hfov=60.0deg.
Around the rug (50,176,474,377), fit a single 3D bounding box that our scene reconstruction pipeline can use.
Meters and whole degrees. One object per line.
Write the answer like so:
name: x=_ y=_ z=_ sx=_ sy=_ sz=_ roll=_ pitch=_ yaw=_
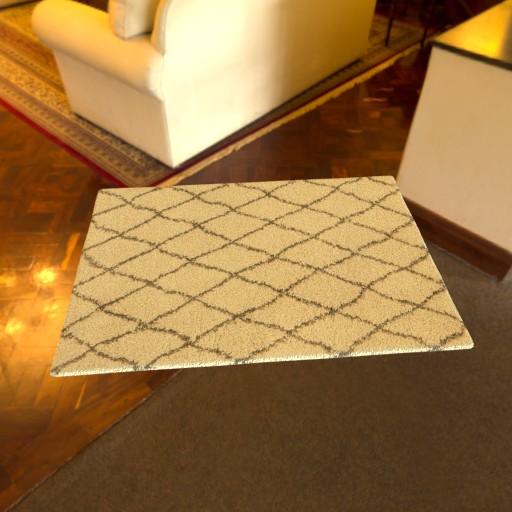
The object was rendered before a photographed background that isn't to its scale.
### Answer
rug: x=0.000 y=0.000 z=2.264 sx=1.778 sy=0.030 sz=1.219 roll=-3 pitch=46 yaw=-3
